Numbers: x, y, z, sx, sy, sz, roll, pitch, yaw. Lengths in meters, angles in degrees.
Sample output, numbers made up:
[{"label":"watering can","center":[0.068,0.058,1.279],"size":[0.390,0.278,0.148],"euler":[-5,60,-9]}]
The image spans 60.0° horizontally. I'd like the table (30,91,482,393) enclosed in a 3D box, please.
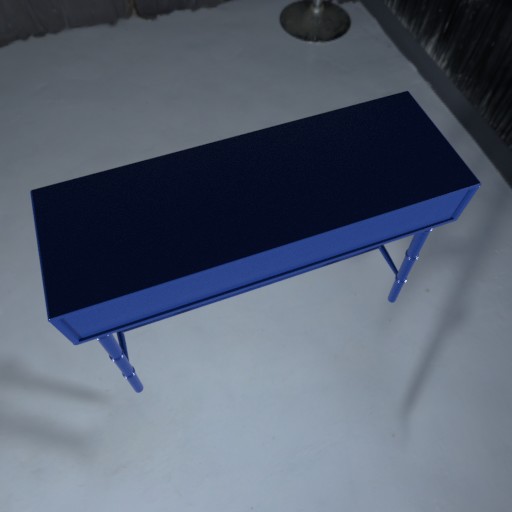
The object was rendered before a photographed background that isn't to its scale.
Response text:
[{"label":"table","center":[0.000,0.000,1.480],"size":[1.118,0.749,0.399],"euler":[-18,61,-10]}]
